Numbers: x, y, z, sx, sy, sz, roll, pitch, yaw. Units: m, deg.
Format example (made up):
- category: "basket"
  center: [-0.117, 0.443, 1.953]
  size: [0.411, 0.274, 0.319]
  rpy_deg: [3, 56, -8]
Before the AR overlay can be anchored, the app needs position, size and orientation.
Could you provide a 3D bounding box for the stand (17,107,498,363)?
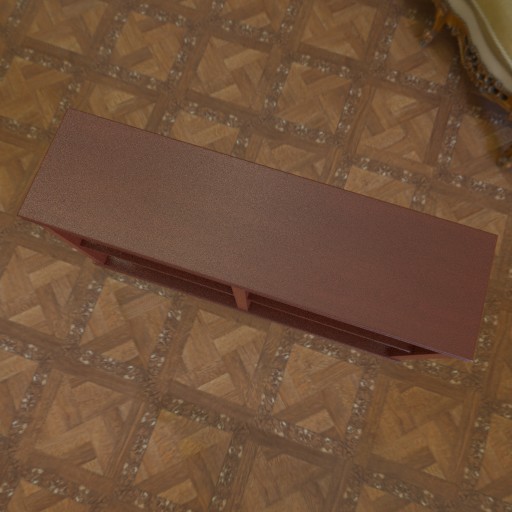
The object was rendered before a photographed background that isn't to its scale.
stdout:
- category: "stand"
  center: [0.000, 0.000, 1.675]
  size: [1.372, 0.762, 0.381]
  rpy_deg: [17, 77, 4]
